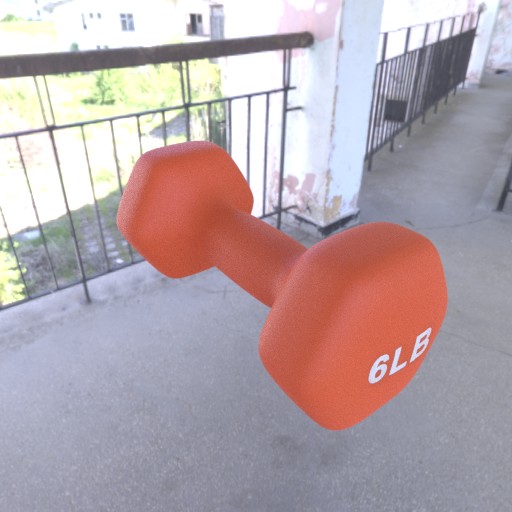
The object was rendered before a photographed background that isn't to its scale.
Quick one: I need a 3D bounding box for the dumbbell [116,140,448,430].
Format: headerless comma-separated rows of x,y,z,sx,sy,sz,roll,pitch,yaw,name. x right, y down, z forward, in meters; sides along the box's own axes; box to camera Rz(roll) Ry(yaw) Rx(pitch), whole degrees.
0.000,0.000,0.203,0.079,0.071,0.162,-21,36,-31,dumbbell
